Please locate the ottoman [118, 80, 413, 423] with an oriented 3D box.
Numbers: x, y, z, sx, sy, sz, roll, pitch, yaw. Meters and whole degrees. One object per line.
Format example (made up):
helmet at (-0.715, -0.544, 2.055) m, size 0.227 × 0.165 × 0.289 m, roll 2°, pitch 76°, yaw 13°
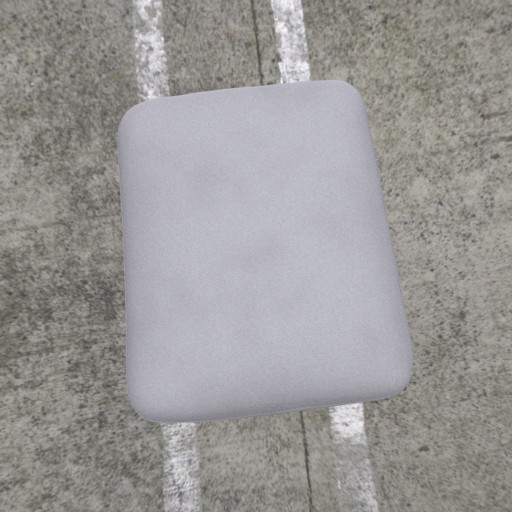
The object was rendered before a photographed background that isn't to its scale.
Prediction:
ottoman at (0.000, 0.000, 1.135) m, size 0.593 × 0.478 × 0.747 m, roll -6°, pitch 75°, yaw -2°
